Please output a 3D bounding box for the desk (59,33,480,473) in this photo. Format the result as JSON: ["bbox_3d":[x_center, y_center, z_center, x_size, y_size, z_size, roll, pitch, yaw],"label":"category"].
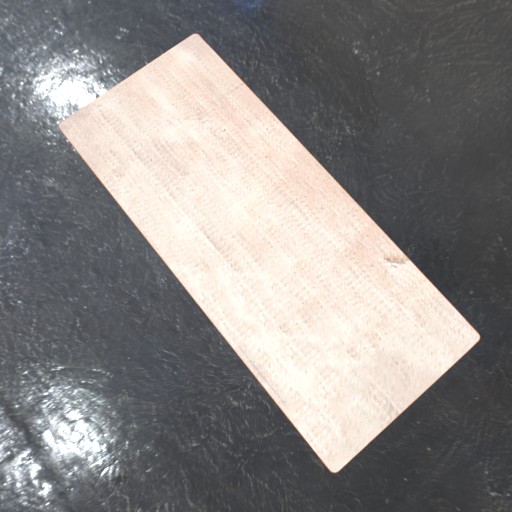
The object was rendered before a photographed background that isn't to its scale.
[{"bbox_3d":[0.000,0.000,1.719,0.574,0.756,1.353,-38,78,-9],"label":"desk"}]
